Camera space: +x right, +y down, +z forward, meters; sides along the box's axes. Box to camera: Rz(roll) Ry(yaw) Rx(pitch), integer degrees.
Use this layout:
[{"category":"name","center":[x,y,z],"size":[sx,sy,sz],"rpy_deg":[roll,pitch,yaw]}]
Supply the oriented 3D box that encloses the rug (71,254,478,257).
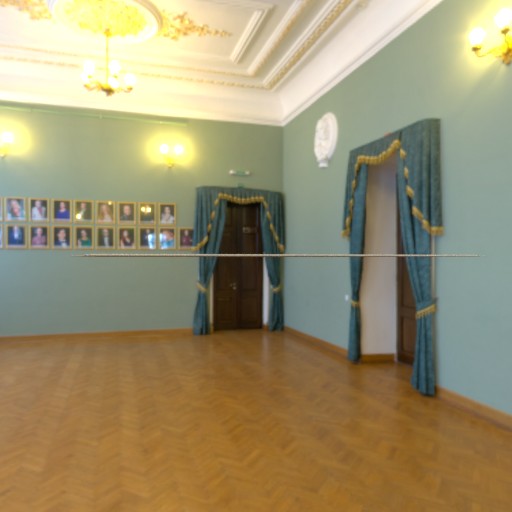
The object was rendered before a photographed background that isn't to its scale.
[{"category":"rug","center":[0.000,0.000,4.154],"size":[3.051,0.013,2.380],"rpy_deg":[0,0,-19]}]
